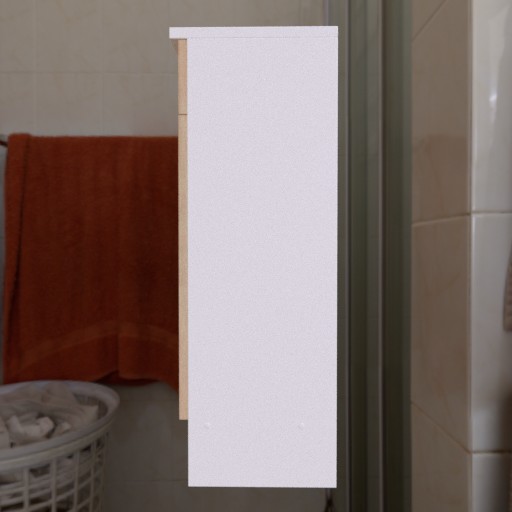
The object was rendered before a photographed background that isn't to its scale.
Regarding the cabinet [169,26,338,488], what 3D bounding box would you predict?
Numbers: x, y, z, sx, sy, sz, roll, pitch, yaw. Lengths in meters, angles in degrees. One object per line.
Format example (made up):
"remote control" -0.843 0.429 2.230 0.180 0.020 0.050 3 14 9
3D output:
"cabinet" 0.000 0.000 1.083 0.296 0.815 0.600 0 1 1
